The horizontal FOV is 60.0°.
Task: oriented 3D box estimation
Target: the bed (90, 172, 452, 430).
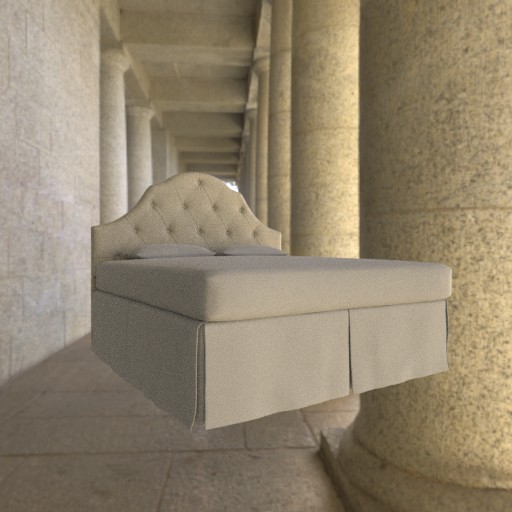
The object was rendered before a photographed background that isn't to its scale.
[{"bbox_3d":[0.000,0.000,3.348,2.012,1.555,2.086,0,1,-33],"label":"bed"}]
